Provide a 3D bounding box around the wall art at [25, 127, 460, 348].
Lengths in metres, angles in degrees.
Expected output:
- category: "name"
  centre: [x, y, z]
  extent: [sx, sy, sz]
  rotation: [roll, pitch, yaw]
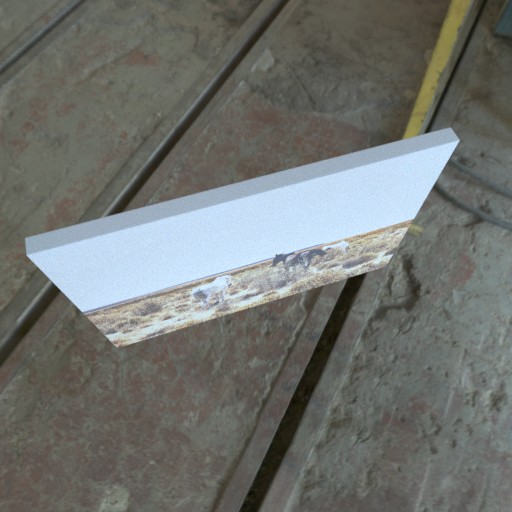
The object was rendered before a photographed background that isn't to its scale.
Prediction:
- category: "wall art"
  centre: [0.000, 0.000, 1.460]
  extent: [1.138, 0.761, 0.051]
  rotation: [-16, 63, -8]
